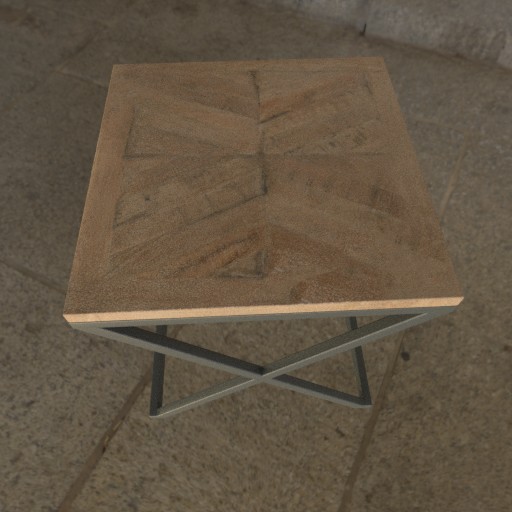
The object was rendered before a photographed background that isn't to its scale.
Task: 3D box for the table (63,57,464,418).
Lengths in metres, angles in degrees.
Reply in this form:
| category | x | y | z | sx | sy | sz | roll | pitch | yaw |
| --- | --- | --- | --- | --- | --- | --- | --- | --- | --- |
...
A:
| category | x | y | z | sx | sy | sz | roll | pitch | yaw |
| --- | --- | --- | --- | --- | --- | --- | --- | --- | --- |
| table | 0.000 | 0.000 | 0.906 | 0.498 | 0.550 | 0.499 | -2 | 57 | -1 |
